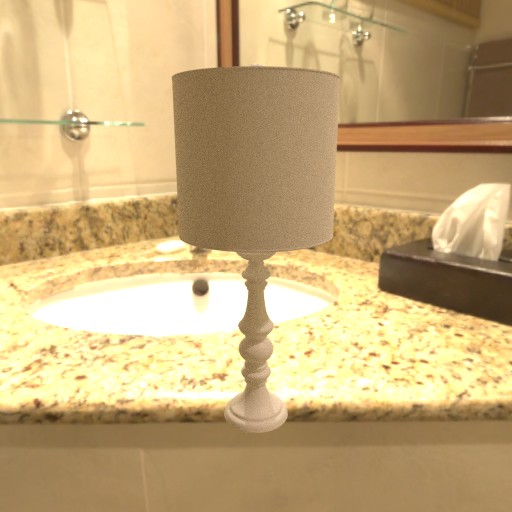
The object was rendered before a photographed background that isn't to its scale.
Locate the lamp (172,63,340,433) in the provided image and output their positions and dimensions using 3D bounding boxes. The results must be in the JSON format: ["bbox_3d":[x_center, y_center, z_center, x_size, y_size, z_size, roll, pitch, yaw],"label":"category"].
[{"bbox_3d":[0.000,0.000,0.740,0.250,0.597,0.250,2,15,7],"label":"lamp"}]
